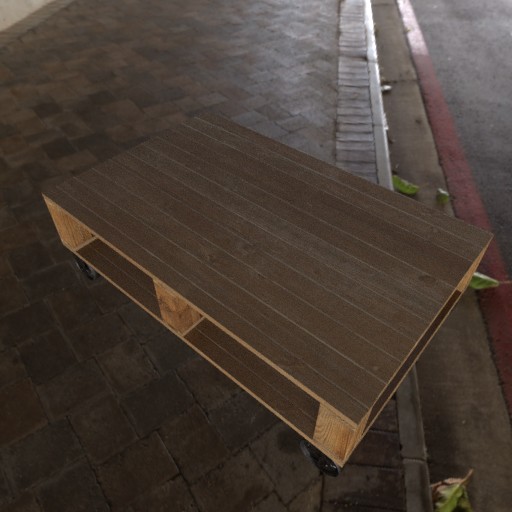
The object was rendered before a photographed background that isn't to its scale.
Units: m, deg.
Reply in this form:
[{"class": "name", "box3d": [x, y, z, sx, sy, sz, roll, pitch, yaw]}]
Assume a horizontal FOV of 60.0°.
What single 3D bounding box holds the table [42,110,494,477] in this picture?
[{"class": "table", "box3d": [0.000, 0.000, 1.642, 1.299, 0.413, 0.827, 31, 52, 28]}]
